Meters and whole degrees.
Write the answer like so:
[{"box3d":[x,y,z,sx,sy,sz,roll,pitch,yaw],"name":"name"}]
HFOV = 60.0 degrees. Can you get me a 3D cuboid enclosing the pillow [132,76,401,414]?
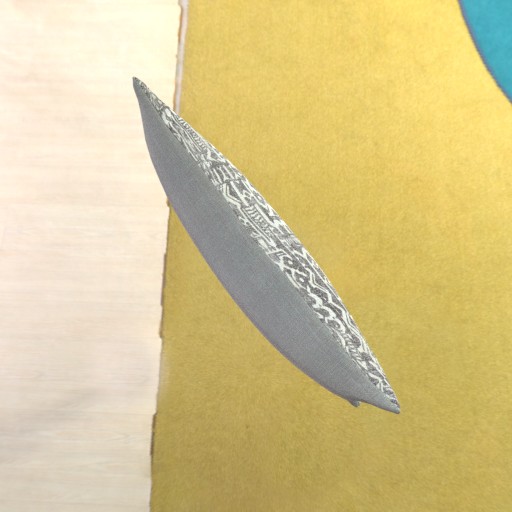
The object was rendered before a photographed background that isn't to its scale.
[{"box3d":[0.000,0.000,0.750,0.148,0.290,0.631,-36,78,-9],"name":"pillow"}]
